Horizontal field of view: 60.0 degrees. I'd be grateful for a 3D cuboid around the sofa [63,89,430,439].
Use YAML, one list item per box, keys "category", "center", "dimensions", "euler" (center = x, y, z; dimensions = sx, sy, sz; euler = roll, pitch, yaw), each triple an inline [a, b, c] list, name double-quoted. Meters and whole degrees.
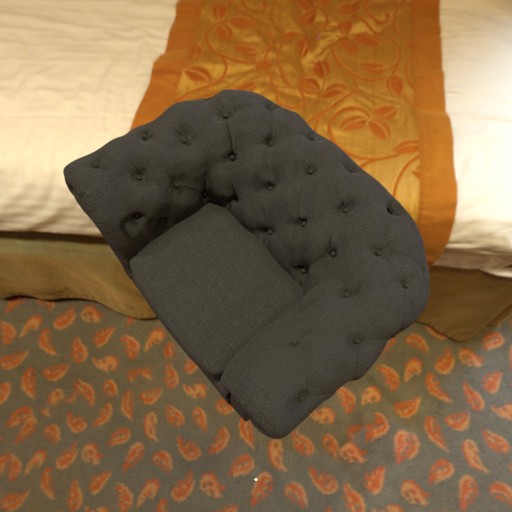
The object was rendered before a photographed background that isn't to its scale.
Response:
- category: "sofa"
  center: [0.000, 0.000, 2.051]
  dimensions: [1.032, 0.878, 1.405]
  euler: [-37, 69, -17]
